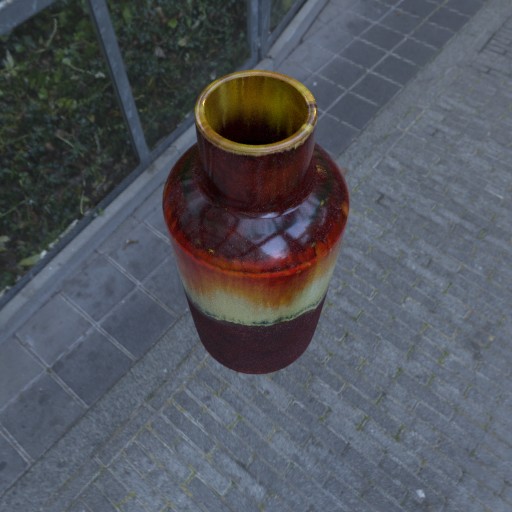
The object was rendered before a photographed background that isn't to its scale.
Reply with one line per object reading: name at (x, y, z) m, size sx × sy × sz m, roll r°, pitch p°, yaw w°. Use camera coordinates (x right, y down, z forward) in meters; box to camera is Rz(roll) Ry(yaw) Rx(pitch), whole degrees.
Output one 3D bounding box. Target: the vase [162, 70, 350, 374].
vase at (0.000, 0.000, 0.316) m, size 0.111 × 0.261 × 0.111 m, roll 0°, pitch 58°, yaw 0°
